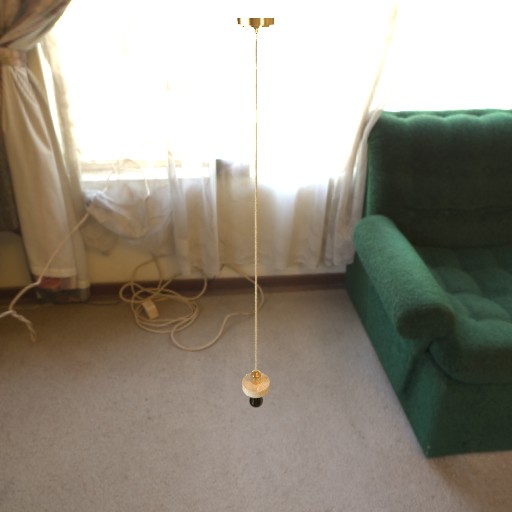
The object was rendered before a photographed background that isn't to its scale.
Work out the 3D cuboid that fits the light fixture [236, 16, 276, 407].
[{"bbox_3d":[0.000,0.000,1.757,0.129,1.669,0.129,-11,31,-18],"label":"light fixture"}]
